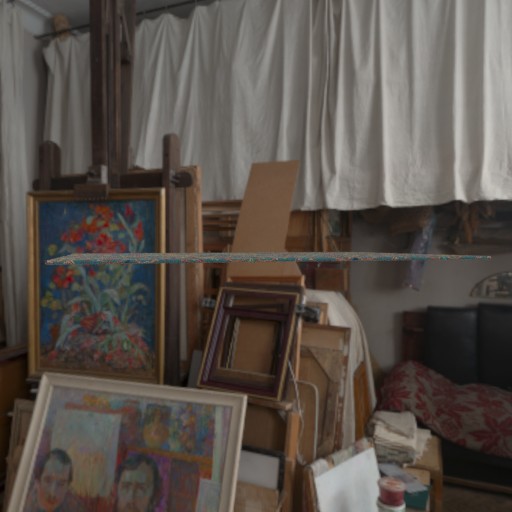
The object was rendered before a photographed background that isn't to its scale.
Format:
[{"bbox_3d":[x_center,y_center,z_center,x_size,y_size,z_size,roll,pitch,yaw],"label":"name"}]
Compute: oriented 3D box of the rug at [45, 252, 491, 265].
[{"bbox_3d":[0.000,0.000,2.288,1.836,0.014,1.216,0,2,-18],"label":"rug"}]
